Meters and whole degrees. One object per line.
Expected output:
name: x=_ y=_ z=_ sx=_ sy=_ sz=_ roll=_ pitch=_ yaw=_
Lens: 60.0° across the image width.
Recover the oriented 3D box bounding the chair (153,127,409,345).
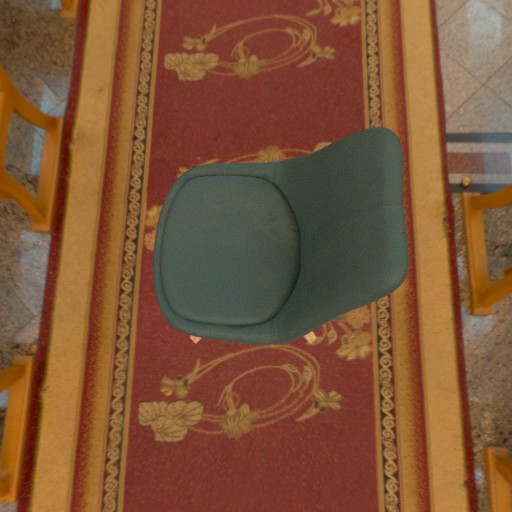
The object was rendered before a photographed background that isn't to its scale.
chair: x=0.000 y=0.000 z=1.211 sx=0.547 sy=0.865 sz=0.483 roll=2 pitch=76 yaw=0
